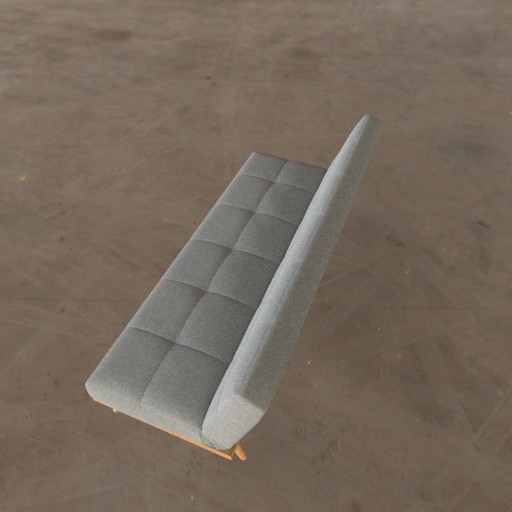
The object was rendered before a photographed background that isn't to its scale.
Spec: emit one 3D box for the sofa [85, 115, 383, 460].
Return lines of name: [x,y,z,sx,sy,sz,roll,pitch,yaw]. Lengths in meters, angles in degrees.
sofa: [0.000,0.000,2.249,0.800,0.800,1.820,17,49,15]
